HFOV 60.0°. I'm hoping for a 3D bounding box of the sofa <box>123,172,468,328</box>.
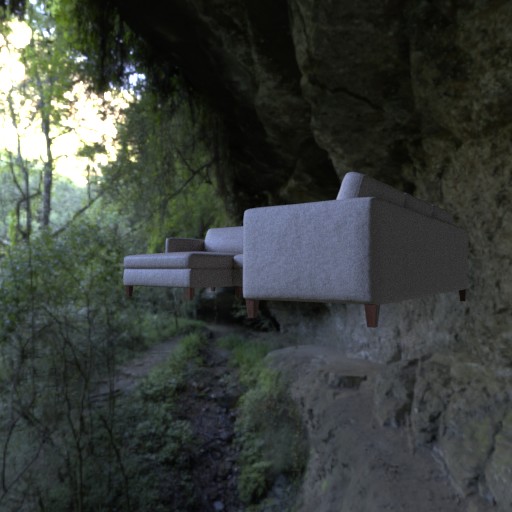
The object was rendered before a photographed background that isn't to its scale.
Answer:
[{"bbox_3d":[0.000,0.000,4.362,3.403,0.889,2.551,-1,-2,36],"label":"sofa"}]
